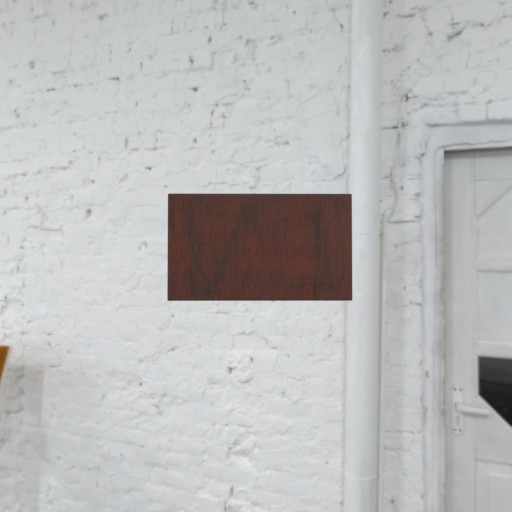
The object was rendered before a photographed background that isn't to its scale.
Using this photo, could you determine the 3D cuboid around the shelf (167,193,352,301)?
[{"bbox_3d":[0.000,0.000,0.668,0.152,0.088,0.607,0,-1,-1],"label":"shelf"}]
